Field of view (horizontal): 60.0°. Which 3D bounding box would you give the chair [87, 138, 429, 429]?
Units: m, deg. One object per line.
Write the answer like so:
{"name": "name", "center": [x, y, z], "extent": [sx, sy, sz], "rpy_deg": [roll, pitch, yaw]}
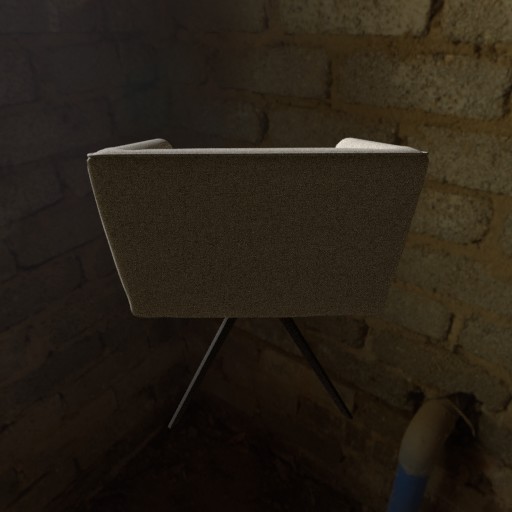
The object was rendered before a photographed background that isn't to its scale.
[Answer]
{"name": "chair", "center": [0.000, 0.000, 1.227], "extent": [0.628, 0.760, 0.623], "rpy_deg": [-1, 29, -1]}
